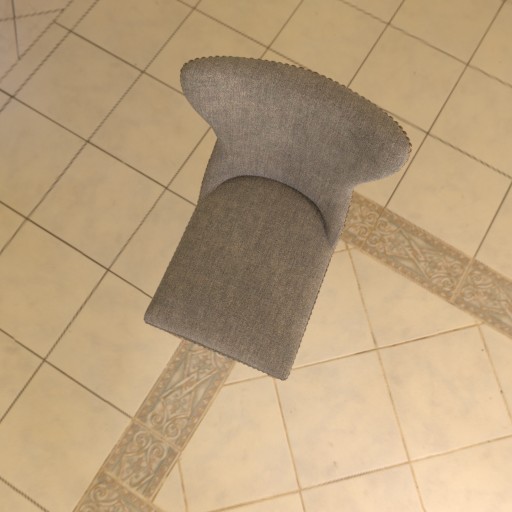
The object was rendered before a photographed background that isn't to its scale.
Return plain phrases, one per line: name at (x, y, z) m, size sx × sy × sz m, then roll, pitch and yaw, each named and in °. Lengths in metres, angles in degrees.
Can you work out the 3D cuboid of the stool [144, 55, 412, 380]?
stool at (0.000, 0.000, 1.294) m, size 0.498 × 0.981 × 0.608 m, roll 22°, pitch 77°, yaw 5°
